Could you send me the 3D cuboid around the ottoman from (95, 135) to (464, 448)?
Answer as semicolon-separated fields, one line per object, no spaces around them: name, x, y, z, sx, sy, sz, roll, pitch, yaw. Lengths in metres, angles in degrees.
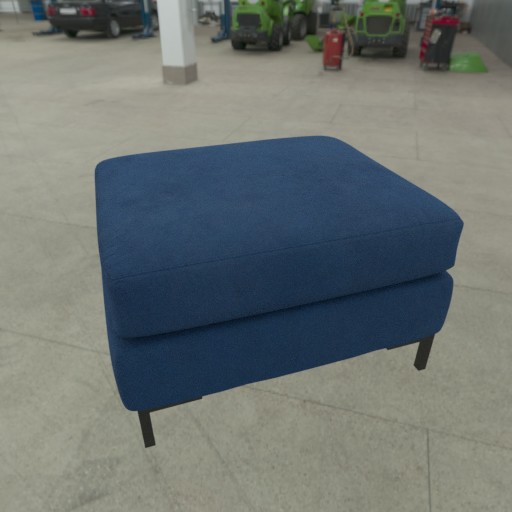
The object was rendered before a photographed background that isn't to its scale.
ottoman;0.000;0.000;1.190;0.794;0.485;0.655;-10;33;-16
